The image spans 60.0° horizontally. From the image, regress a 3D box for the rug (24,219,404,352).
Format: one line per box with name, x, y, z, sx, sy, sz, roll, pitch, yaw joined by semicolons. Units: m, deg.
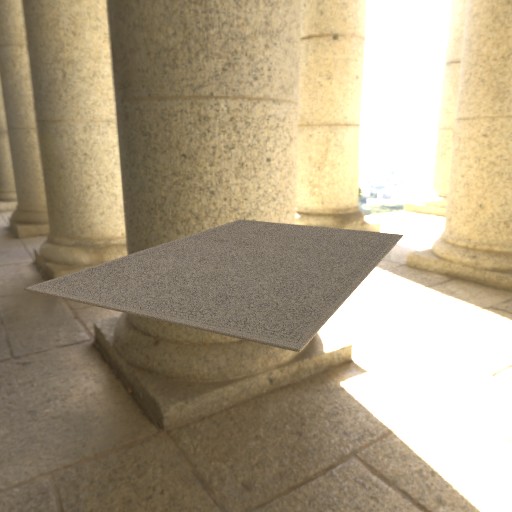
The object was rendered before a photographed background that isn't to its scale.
rug;0.000;0.000;2.926;1.524;0.011;2.286;7;16;26
